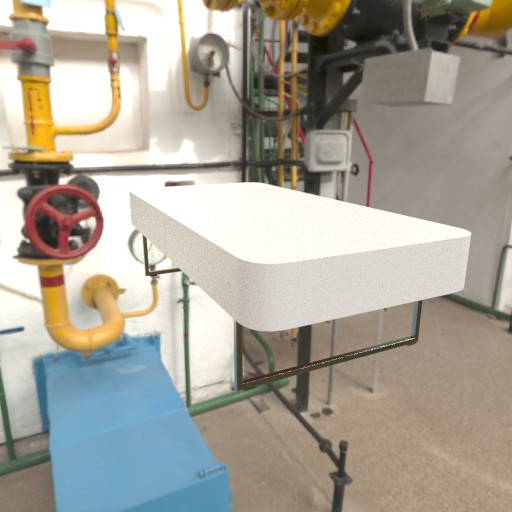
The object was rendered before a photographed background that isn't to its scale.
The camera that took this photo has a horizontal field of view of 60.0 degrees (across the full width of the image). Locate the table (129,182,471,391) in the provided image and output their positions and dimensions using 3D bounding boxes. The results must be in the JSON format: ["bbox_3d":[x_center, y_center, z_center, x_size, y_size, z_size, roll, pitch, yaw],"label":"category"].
[{"bbox_3d":[0.000,0.000,1.474,0.600,0.340,1.200,-8,18,-25],"label":"table"}]
